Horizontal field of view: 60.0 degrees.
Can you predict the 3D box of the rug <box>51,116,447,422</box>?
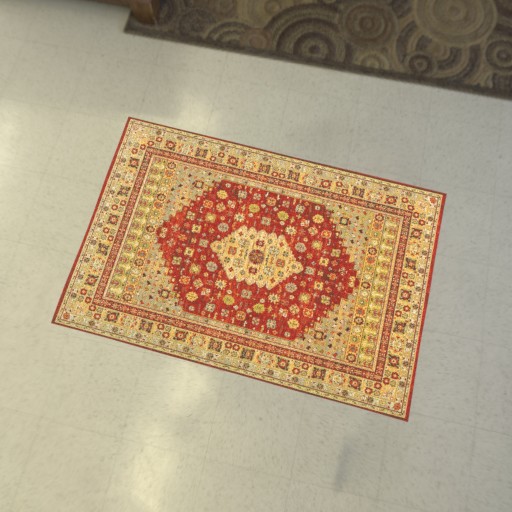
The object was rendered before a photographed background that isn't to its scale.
[{"bbox_3d":[0.000,0.000,2.292,1.802,0.013,1.194,14,76,4],"label":"rug"}]
